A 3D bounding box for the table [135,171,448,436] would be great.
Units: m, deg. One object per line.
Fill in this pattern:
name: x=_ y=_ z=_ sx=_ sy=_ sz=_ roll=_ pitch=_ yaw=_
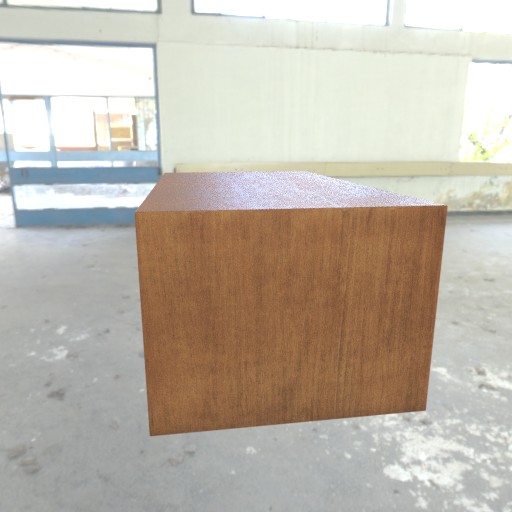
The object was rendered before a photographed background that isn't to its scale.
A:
table: x=0.000 y=0.000 z=1.288 sx=0.549 sy=0.419 sz=1.000 roll=-2 pitch=14 yaw=-8
